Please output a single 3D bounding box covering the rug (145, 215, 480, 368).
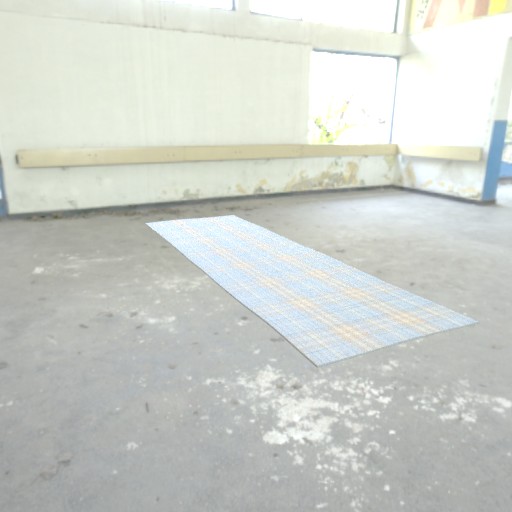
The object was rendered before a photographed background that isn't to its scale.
[{"bbox_3d":[0.000,0.000,2.630,0.762,0.013,2.439,-8,18,-25],"label":"rug"}]
